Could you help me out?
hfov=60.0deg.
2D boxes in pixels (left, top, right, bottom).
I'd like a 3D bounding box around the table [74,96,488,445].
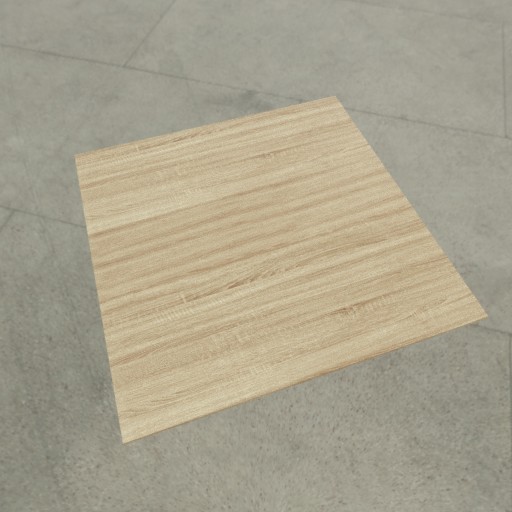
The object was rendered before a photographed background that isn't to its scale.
[{"bbox_3d":[0.000,0.000,1.356,0.890,0.305,0.890,-16,58,-10],"label":"table"}]
